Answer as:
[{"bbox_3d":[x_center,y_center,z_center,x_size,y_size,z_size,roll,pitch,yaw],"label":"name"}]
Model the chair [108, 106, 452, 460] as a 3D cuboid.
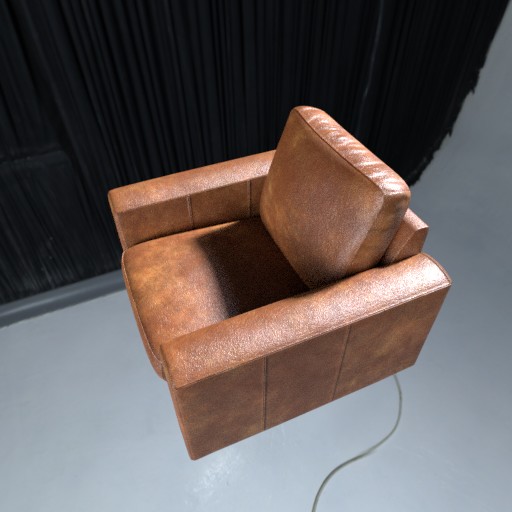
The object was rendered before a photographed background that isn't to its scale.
[{"bbox_3d":[0.000,0.000,1.753,1.016,0.873,1.005,-17,47,-17],"label":"chair"}]
